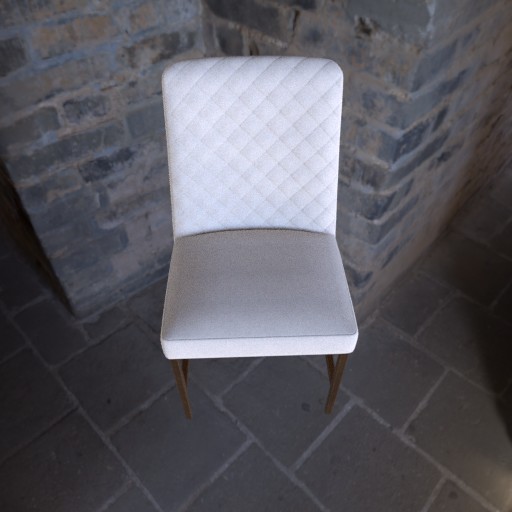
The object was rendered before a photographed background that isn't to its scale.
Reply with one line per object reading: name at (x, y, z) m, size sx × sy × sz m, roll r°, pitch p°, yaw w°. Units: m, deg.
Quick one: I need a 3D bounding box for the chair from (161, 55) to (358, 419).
chair at (0.000, 0.000, 1.301) m, size 0.503 × 0.933 × 0.597 m, roll -1°, pitch 47°, yaw -1°
